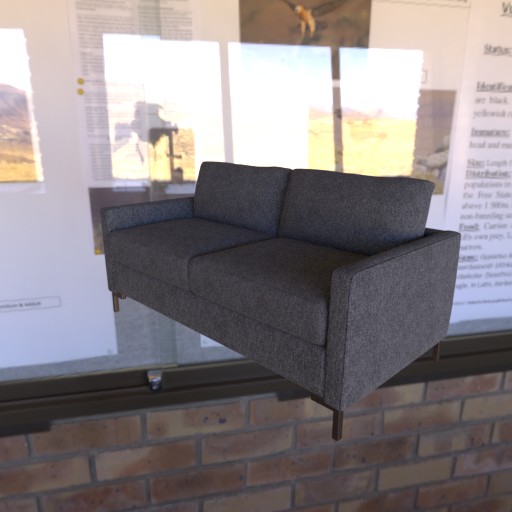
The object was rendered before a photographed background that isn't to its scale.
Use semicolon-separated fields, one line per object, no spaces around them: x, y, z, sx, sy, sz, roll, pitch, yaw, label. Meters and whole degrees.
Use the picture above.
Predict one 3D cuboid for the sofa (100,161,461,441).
0.000;0.000;2.262;0.866;0.862;1.716;-15;22;-42;sofa
